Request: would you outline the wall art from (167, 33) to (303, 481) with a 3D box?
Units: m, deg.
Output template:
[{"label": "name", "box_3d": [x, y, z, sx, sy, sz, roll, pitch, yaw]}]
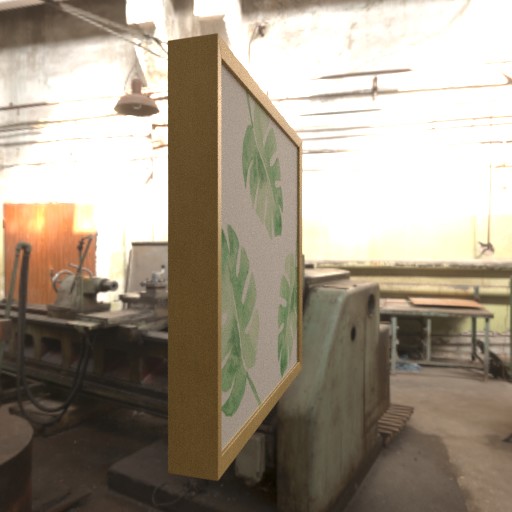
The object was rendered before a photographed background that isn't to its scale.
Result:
[{"label": "wall art", "box_3d": [0.000, 0.000, 0.452, 0.038, 0.305, 0.305, 0, 1, 17]}]
